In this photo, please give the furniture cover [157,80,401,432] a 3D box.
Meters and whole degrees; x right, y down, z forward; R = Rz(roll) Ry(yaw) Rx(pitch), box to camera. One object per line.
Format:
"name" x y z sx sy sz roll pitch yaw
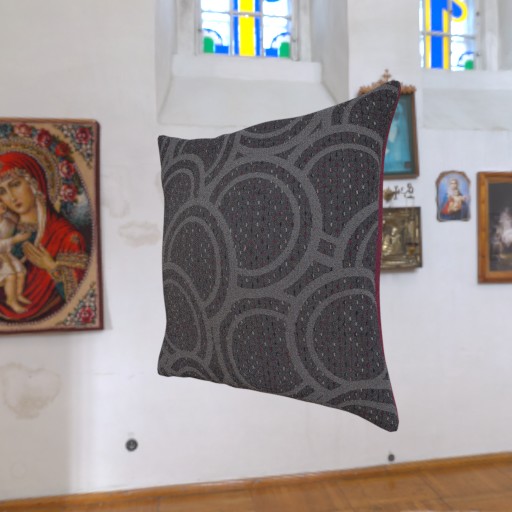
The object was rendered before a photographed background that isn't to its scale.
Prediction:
"furniture cover" 0.000 0.000 0.794 0.514 0.513 0.163 0 1 36
